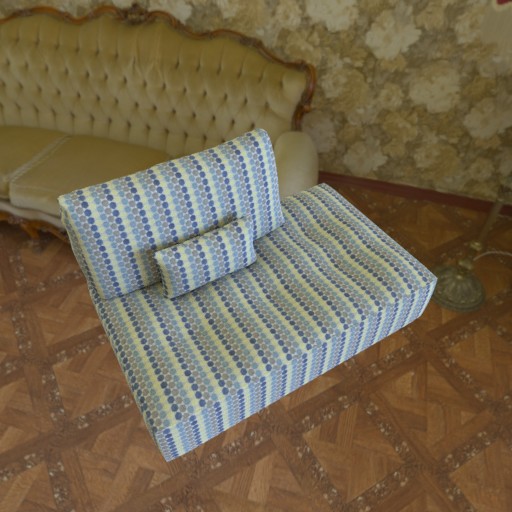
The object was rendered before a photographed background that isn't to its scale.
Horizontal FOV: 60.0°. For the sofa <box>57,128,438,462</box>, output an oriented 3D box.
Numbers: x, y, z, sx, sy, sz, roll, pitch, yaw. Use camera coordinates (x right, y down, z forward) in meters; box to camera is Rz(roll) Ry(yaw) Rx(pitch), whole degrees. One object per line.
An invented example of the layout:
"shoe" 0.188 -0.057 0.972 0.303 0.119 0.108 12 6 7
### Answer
"sofa" 0.000 0.000 2.044 1.450 0.820 1.000 -23 51 -21
